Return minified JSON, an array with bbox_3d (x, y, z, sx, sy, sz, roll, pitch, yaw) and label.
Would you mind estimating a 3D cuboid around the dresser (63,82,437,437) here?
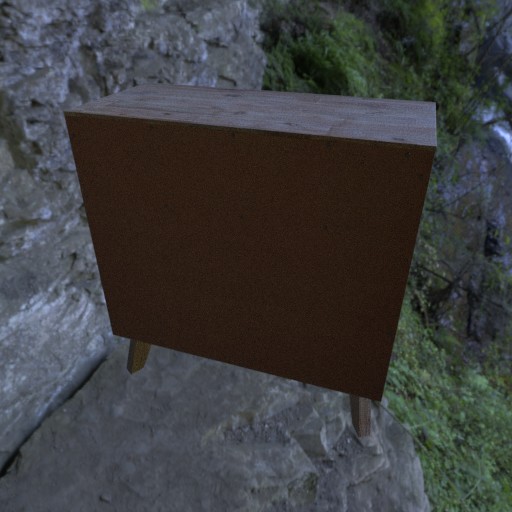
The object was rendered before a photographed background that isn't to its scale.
[{"bbox_3d":[0.000,0.000,1.569,0.998,1.029,0.455,10,33,16],"label":"dresser"}]
